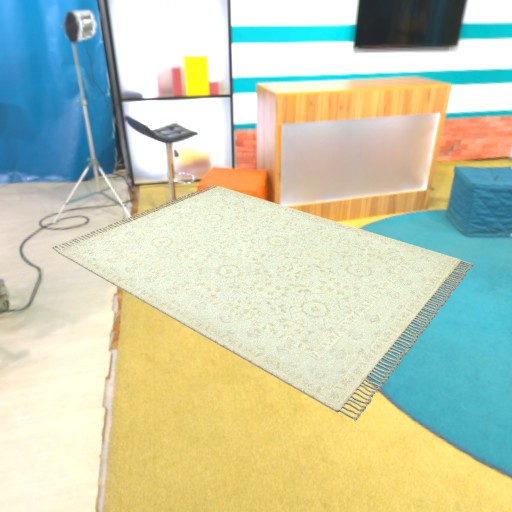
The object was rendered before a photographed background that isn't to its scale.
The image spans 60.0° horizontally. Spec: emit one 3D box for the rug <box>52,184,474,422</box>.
[{"bbox_3d":[0.000,0.000,2.253,1.771,0.015,1.223,22,36,33],"label":"rug"}]
